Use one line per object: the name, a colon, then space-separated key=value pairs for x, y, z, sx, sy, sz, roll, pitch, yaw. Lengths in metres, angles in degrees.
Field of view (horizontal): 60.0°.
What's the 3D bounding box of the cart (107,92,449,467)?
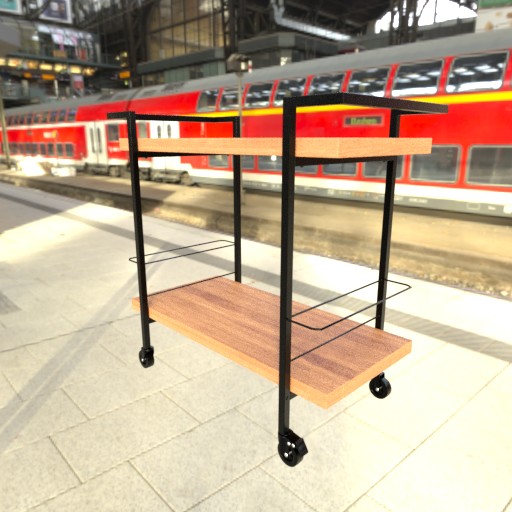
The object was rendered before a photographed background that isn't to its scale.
cart: x=0.000 y=0.000 z=1.211 sx=0.406 sy=0.762 sz=0.806 roll=-14 pitch=20 yaw=-42
